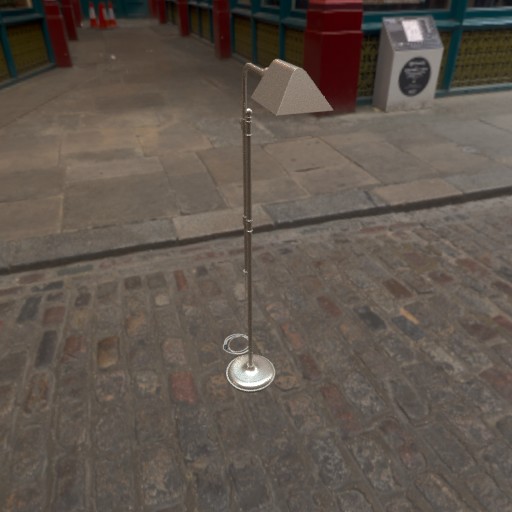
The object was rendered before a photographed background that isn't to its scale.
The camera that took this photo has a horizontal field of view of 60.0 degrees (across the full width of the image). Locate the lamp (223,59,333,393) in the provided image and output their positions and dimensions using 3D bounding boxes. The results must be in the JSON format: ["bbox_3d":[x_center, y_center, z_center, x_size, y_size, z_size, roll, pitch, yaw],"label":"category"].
[{"bbox_3d":[0.000,0.000,1.852,0.256,1.571,0.813,-10,34,-16],"label":"lamp"}]
